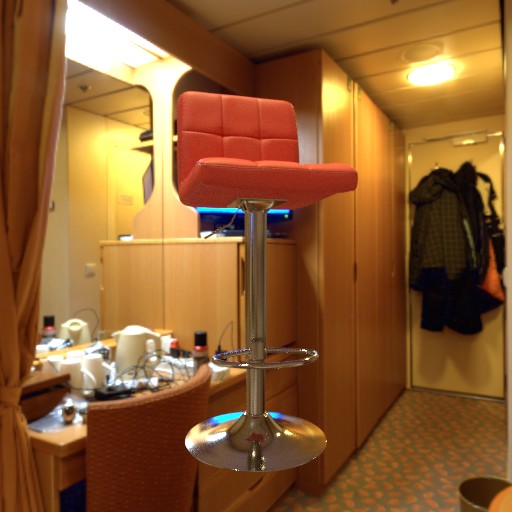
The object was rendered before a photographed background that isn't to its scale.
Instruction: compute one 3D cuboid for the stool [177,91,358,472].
[{"bbox_3d":[0.000,0.000,1.344,0.430,1.115,0.505,0,0,-17],"label":"stool"}]
